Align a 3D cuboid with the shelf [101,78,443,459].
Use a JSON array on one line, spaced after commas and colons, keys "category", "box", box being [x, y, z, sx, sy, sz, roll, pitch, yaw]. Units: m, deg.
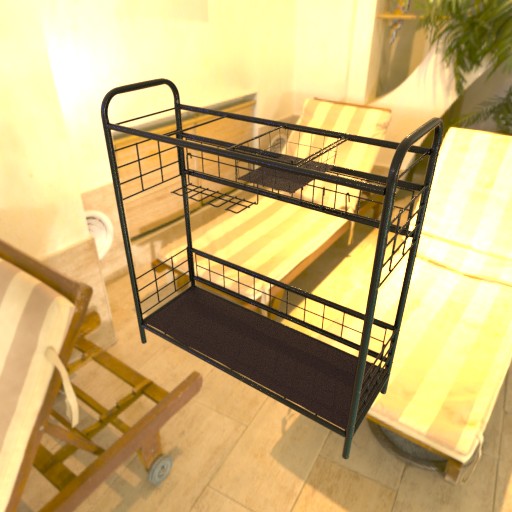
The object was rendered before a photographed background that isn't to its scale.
[{"category": "shelf", "box": [0.000, 0.000, 1.510, 0.961, 1.026, 0.350, 20, 37, 29]}]
